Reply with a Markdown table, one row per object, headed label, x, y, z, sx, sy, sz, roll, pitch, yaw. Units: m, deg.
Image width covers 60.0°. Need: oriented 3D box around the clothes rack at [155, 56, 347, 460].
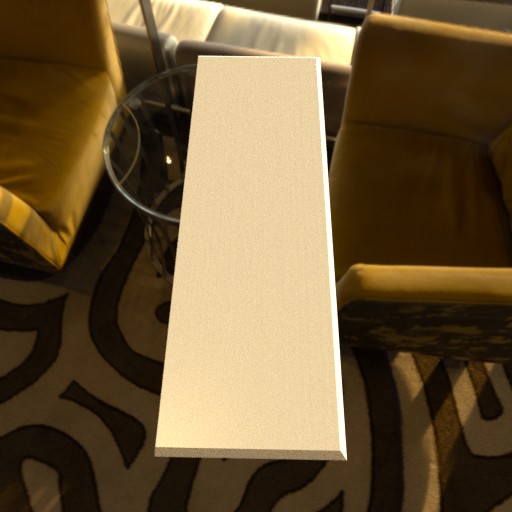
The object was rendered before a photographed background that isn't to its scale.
| label | x | y | z | sx | sy | sz | roll | pitch | yaw |
| --- | --- | --- | --- | --- | --- | --- | --- | --- | --- |
| clothes rack | 0.000 | 0.000 | 1.443 | 0.405 | 0.558 | 1.218 | 1 | 64 | 0 |
